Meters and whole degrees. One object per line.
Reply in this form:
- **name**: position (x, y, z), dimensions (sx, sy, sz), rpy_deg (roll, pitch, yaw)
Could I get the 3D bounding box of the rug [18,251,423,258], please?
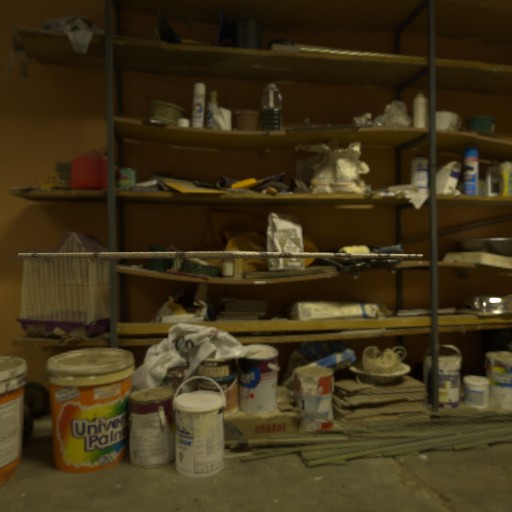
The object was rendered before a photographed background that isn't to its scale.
- **rug**: position (0.000, 0.000, 2.906), dimensions (1.501, 0.024, 2.348), rpy_deg (0, 0, 36)
